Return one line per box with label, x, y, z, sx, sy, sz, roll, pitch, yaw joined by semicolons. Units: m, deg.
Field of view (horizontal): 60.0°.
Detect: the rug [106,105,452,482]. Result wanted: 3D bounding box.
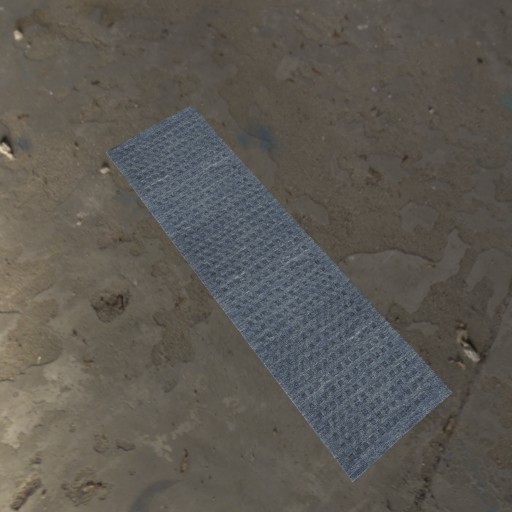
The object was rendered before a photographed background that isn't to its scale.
rug;0.000;0.000;2.607;0.688;0.008;2.443;-34;69;-15
